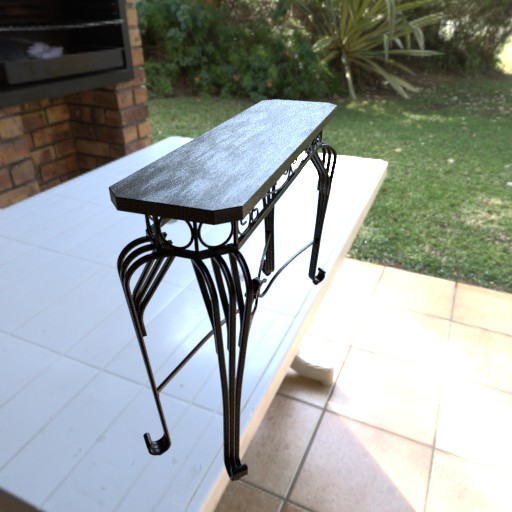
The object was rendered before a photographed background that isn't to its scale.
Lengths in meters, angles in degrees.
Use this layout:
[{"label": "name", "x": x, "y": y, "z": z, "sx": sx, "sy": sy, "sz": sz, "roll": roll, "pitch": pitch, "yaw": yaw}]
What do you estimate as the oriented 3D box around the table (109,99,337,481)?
[{"label": "table", "x": 0.000, "y": 0.000, "z": 1.467, "sx": 0.329, "sy": 0.800, "sz": 1.112, "roll": 10, "pitch": 31, "yaw": 16}]
